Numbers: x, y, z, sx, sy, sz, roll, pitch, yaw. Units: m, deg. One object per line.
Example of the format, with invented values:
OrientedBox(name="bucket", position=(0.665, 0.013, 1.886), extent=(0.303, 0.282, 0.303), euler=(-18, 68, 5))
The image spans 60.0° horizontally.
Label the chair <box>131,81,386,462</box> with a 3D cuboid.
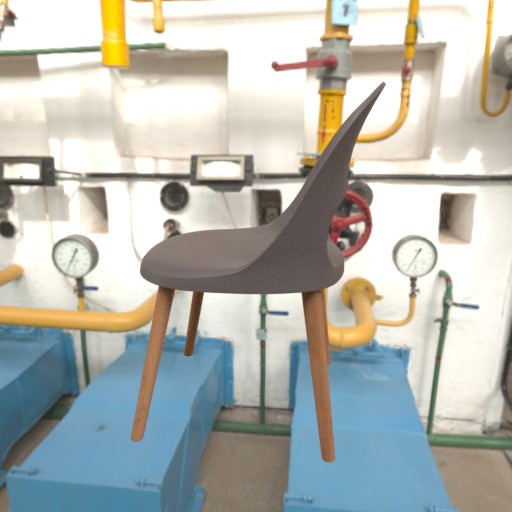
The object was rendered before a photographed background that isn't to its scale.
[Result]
OrientedBox(name="chair", position=(0.000, 0.000, 1.102), extent=(0.556, 0.794, 0.470), euler=(2, 15, 8))
